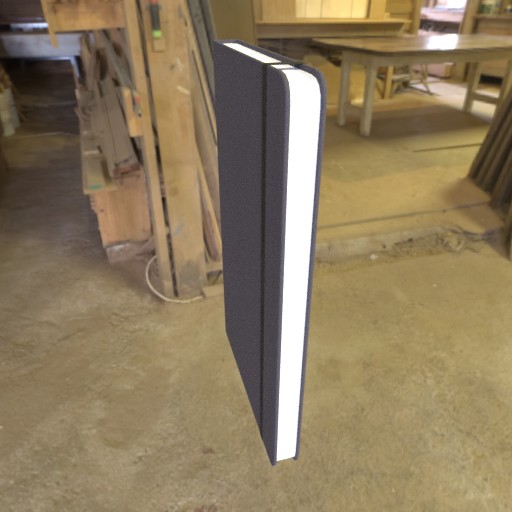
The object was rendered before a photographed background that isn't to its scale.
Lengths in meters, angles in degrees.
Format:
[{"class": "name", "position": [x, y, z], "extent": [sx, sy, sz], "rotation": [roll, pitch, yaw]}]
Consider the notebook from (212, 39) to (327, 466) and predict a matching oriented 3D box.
[{"class": "notebook", "position": [0.000, 0.000, 0.253], "extent": [0.016, 0.213, 0.127], "rotation": [-8, 32, -14]}]
